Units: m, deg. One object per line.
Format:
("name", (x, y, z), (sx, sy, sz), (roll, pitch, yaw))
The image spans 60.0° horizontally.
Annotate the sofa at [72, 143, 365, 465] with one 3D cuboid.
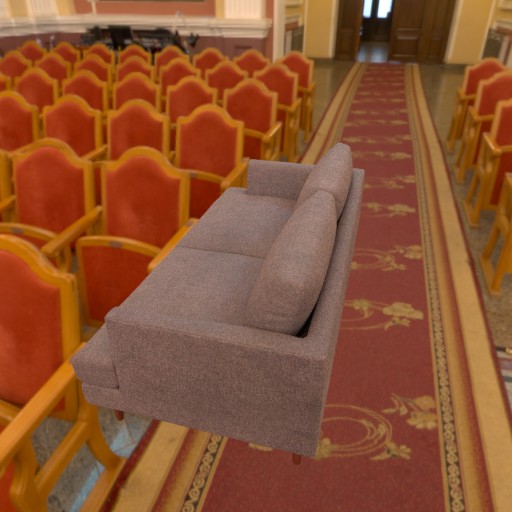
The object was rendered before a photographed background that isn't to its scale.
("sofa", (0.000, 0.000, 2.461), (1.020, 0.868, 1.948), (8, 31, 14))
